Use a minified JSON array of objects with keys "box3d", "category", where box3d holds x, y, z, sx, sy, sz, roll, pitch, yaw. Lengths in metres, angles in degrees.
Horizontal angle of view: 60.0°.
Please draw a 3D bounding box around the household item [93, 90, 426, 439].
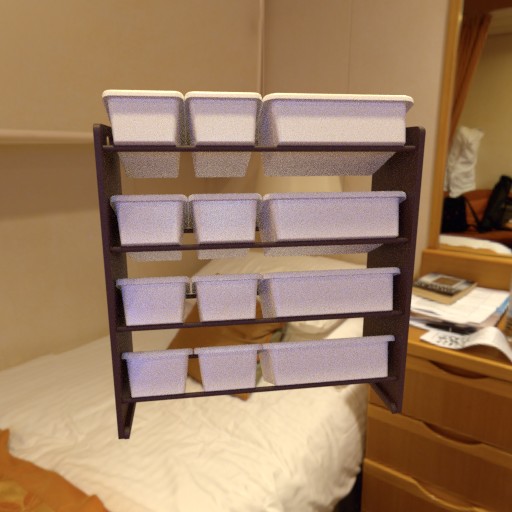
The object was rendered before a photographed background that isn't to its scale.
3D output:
[{"box3d":[0.000,0.000,1.295,0.787,0.864,0.389,-2,14,-9],"category":"household item"}]
